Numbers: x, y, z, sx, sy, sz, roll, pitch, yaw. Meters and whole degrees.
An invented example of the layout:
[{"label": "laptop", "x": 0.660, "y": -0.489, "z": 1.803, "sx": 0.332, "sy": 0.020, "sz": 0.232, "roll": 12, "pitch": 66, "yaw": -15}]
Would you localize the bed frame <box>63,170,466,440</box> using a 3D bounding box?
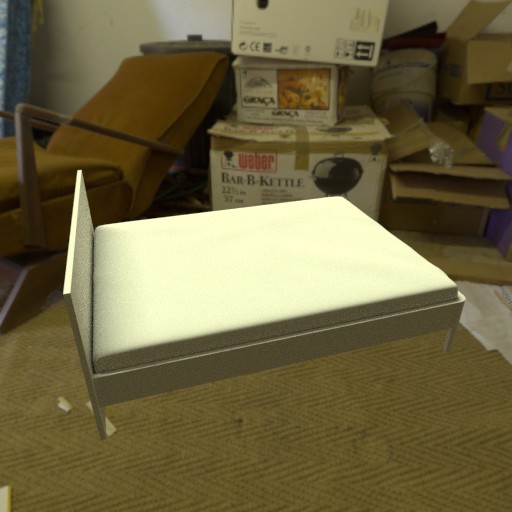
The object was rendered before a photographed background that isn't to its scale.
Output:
[{"label": "bed frame", "x": 0.000, "y": 0.000, "z": 2.696, "sx": 1.950, "sy": 0.800, "sz": 1.490, "roll": -9, "pitch": 30, "yaw": -15}]
